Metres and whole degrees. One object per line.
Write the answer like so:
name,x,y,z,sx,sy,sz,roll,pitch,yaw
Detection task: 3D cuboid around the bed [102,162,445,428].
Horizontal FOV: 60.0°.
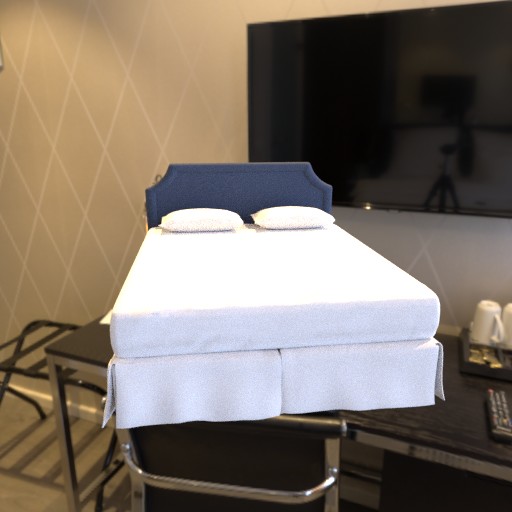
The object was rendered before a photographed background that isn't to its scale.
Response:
bed,0.000,0.000,4.061,2.350,1.488,2.773,-2,16,-7
